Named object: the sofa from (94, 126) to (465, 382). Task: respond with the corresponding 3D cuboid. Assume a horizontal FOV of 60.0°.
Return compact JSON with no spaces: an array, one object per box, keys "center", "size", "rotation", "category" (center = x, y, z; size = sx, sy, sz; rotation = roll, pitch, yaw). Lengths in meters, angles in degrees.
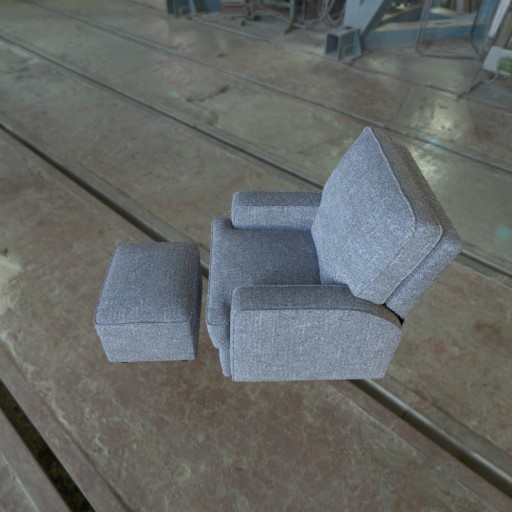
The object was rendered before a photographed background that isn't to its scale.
[{"center":[0.000,0.000,2.071],"size":[1.472,0.959,0.861],"rotation":[-1,42,-2],"category":"sofa"}]
